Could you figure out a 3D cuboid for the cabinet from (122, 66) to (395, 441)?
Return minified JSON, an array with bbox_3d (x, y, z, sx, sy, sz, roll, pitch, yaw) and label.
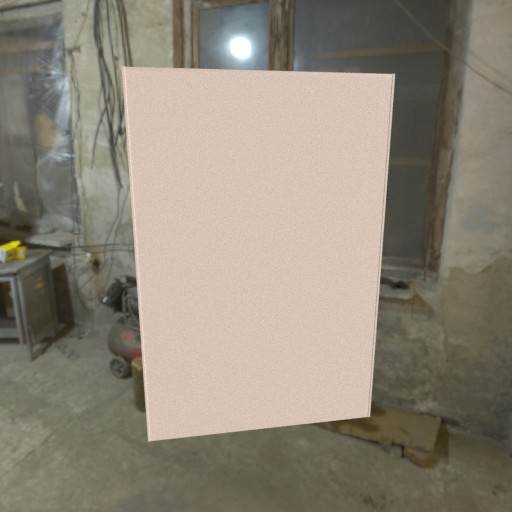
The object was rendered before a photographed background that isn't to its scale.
[{"bbox_3d":[0.000,0.000,2.538,1.290,1.910,0.510,-3,15,-10],"label":"cabinet"}]
